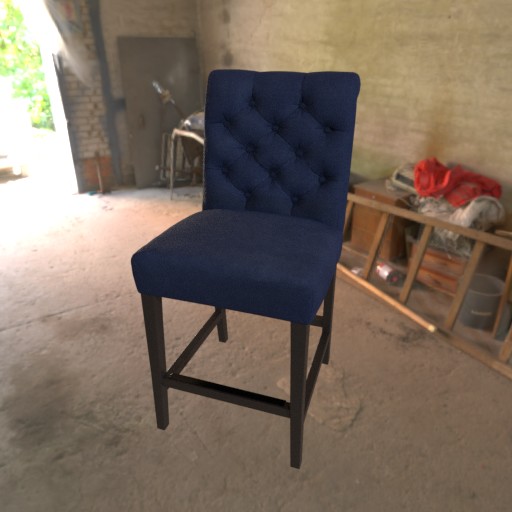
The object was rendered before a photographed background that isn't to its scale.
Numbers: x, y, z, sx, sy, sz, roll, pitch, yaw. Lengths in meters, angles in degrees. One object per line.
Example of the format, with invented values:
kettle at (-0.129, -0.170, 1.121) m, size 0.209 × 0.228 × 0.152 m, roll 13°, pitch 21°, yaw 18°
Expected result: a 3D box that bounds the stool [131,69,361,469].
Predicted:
stool at (0.000, 0.000, 1.337) m, size 0.493 × 1.010 × 0.601 m, roll 8°, pitch 27°, yaw 17°
